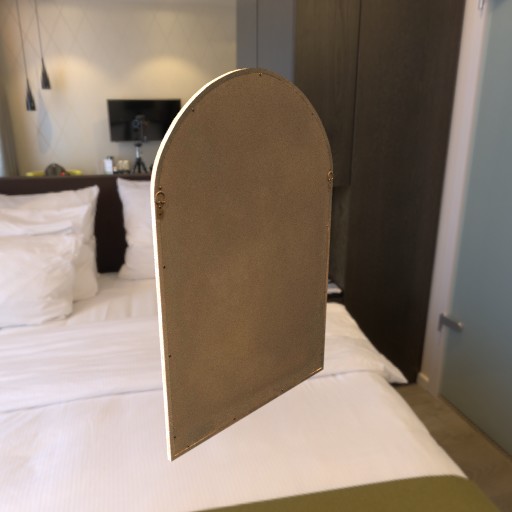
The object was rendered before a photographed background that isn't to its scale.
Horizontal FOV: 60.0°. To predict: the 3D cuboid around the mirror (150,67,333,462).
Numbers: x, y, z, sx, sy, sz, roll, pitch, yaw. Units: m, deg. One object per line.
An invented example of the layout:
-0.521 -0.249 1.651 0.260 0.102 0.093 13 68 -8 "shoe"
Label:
0.000 0.000 1.167 0.609 0.915 0.032 -16 22 -42 "mirror"
